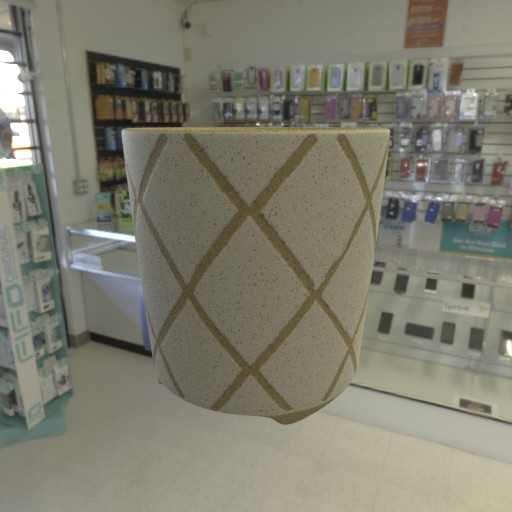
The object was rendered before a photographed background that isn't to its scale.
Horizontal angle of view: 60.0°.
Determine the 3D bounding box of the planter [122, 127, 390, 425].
[{"bbox_3d":[0.000,0.000,0.424,0.228,0.235,0.228,0,17,0],"label":"planter"}]
